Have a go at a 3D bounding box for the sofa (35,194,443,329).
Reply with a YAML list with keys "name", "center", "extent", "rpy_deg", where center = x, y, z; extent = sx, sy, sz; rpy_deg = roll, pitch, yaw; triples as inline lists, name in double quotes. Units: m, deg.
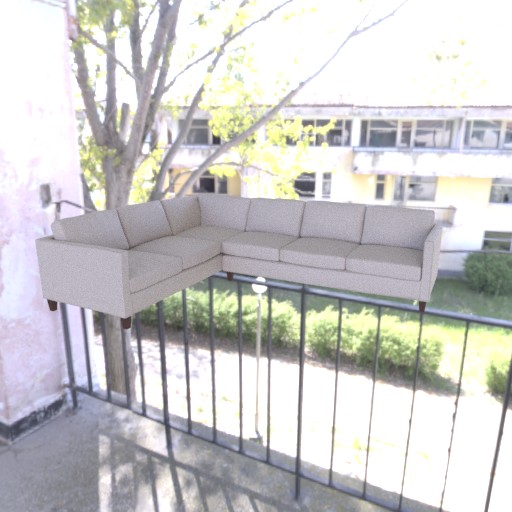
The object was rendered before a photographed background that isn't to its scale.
- name: "sofa"
  center: [0.000, 0.000, 4.330]
  extent: [3.182, 0.863, 2.432]
  rpy_deg: [7, 17, 26]
